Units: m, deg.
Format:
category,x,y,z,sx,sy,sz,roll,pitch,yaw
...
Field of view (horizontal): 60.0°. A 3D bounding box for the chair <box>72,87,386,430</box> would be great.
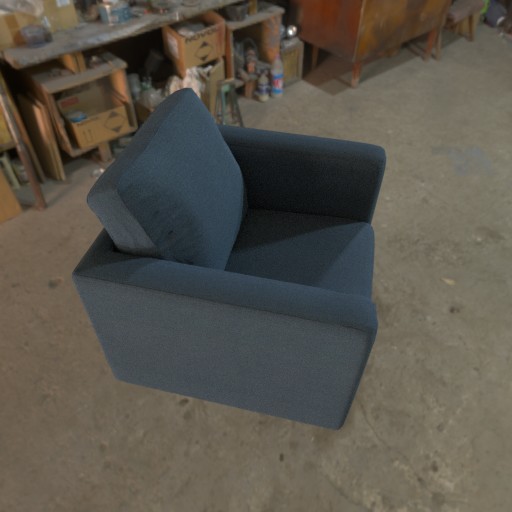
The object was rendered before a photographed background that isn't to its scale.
category,x,y,z,sx,sy,sz,roll,pitch,yaw
chair,0.000,0.000,1.540,0.820,0.922,0.855,9,47,9
